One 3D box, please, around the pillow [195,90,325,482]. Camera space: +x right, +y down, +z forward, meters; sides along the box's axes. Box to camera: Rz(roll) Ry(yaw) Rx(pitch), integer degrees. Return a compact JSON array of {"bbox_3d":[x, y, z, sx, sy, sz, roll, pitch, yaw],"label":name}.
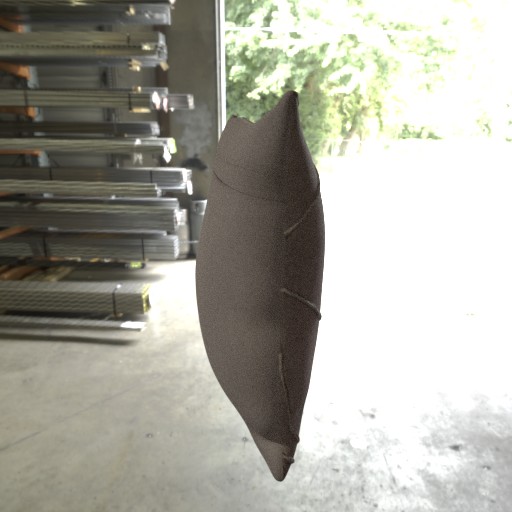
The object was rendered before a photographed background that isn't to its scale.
[{"bbox_3d":[0.000,0.000,0.675,0.185,0.440,0.439,-3,16,-10],"label":"pillow"}]
